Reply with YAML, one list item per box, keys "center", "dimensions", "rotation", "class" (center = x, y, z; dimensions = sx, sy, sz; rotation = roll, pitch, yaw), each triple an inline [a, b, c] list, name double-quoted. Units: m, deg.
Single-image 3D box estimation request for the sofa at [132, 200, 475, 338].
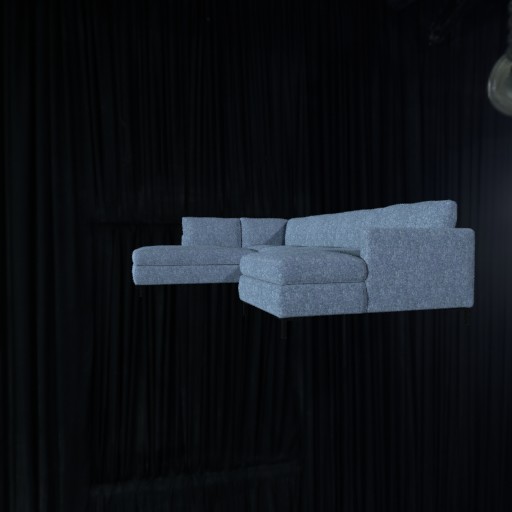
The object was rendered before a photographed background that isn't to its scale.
- center: [0.000, 0.000, 3.610]
  dimensions: [1.879, 0.756, 2.737]
  rotation: [-1, 2, -17]
  class: "sofa"
